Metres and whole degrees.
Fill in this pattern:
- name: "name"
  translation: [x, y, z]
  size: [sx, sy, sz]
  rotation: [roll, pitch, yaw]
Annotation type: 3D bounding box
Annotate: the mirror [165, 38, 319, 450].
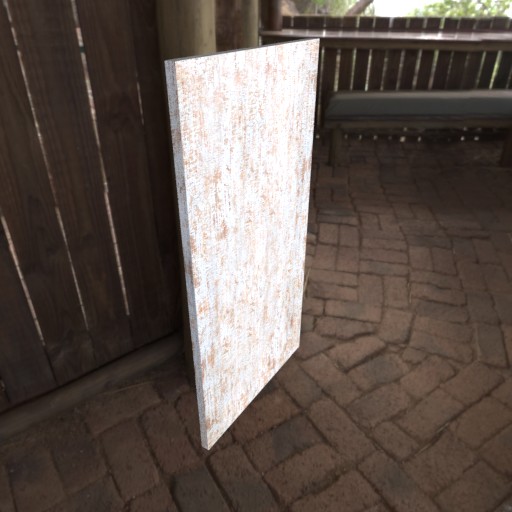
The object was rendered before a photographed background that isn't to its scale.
- name: "mirror"
  translation: [0.000, 0.000, 1.078]
  size: [0.027, 0.922, 0.472]
  rotation: [19, 36, 29]
